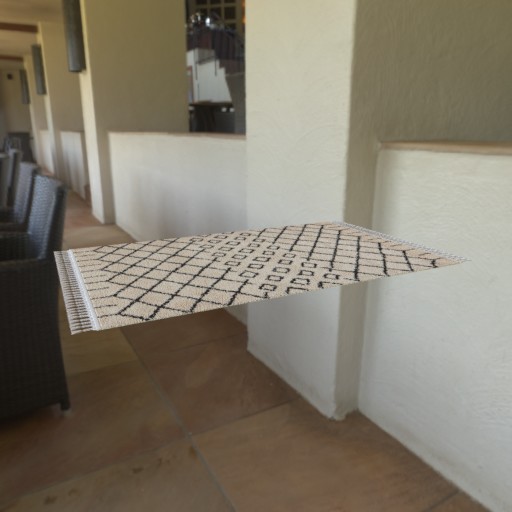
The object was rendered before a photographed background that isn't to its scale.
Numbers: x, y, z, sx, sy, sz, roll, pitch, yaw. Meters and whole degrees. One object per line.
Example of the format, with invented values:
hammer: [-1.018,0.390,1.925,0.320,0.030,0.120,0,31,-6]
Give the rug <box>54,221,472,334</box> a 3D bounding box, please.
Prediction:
rug: [0.000,0.000,2.462,2.006,0.008,1.196,-8,18,-25]
